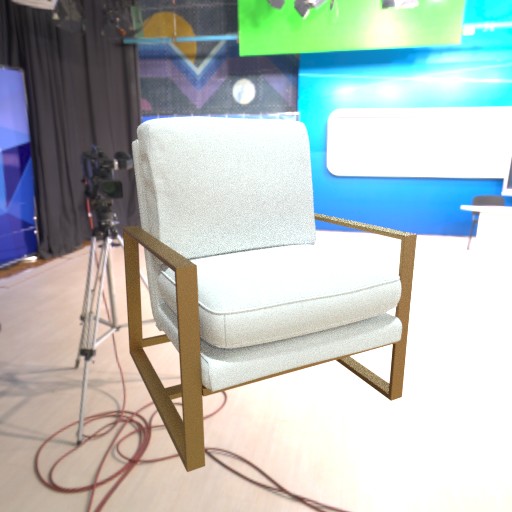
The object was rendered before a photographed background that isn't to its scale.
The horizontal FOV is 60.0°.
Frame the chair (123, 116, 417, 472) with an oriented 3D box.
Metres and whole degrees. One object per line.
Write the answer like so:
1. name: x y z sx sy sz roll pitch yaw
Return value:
1. chair: 0.000 0.000 1.593 0.805 0.966 0.813 -8 18 -26
